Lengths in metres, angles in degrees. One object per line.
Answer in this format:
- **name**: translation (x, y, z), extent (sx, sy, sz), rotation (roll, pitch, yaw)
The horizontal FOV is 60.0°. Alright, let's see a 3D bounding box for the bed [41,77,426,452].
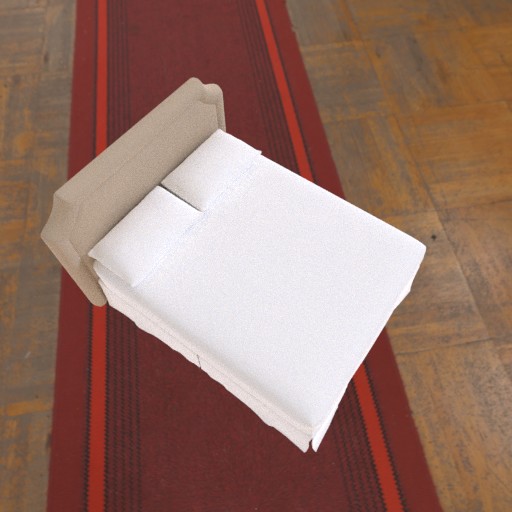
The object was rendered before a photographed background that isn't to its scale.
- **bed**: translation (0.000, 0.000, 3.302), extent (2.204, 1.301, 1.828), rotation (32, 65, 17)
